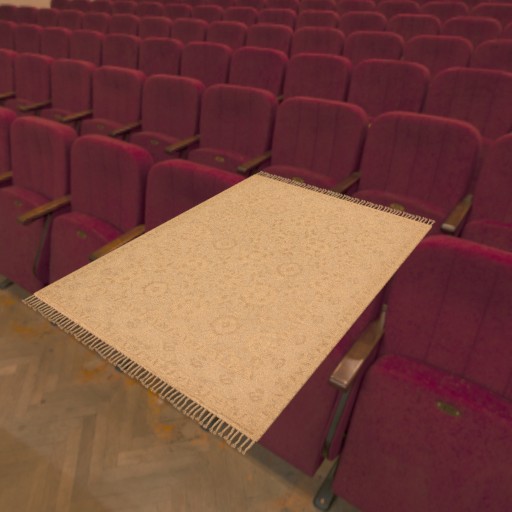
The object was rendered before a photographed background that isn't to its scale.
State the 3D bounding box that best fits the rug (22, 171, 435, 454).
[{"bbox_3d":[0.000,0.000,2.214,1.223,0.015,1.771,22,39,30],"label":"rug"}]
